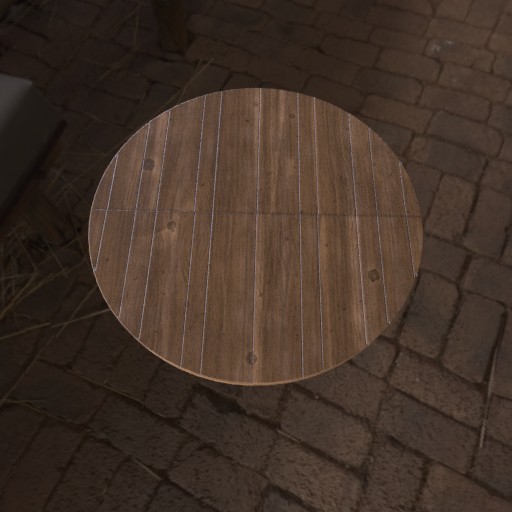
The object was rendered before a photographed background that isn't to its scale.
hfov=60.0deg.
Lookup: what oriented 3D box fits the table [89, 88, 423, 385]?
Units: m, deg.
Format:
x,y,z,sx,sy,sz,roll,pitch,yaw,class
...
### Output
x,y,z,sx,sy,sz,roll,pitch,yaw,class
0.000,0.000,1.973,1.213,0.764,1.213,0,66,0,table
